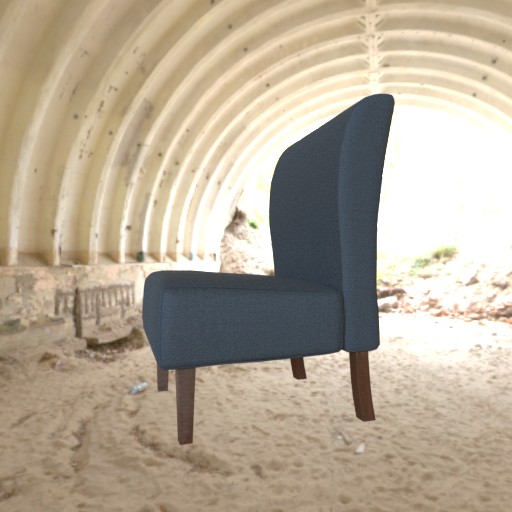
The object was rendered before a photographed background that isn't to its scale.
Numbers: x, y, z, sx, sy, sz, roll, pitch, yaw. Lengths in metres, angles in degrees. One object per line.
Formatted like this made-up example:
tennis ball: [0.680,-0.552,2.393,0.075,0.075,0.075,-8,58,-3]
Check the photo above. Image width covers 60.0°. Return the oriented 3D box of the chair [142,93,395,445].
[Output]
chair: [0.000,0.000,1.215,0.592,0.804,0.513,0,0,-19]
